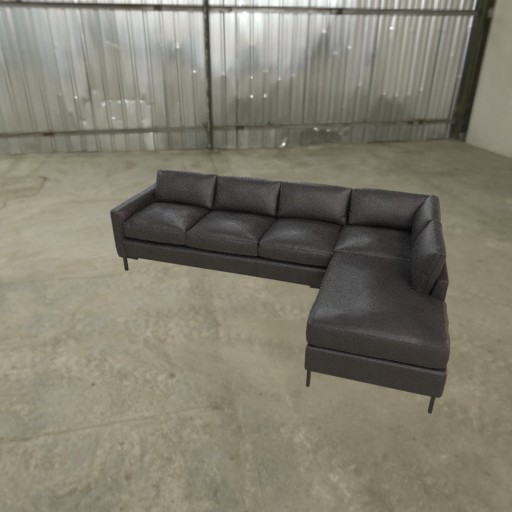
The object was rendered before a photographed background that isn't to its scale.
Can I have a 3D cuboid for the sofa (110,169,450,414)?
[{"bbox_3d":[0.000,0.000,3.778,2.984,0.877,1.938,8,28,16],"label":"sofa"}]
